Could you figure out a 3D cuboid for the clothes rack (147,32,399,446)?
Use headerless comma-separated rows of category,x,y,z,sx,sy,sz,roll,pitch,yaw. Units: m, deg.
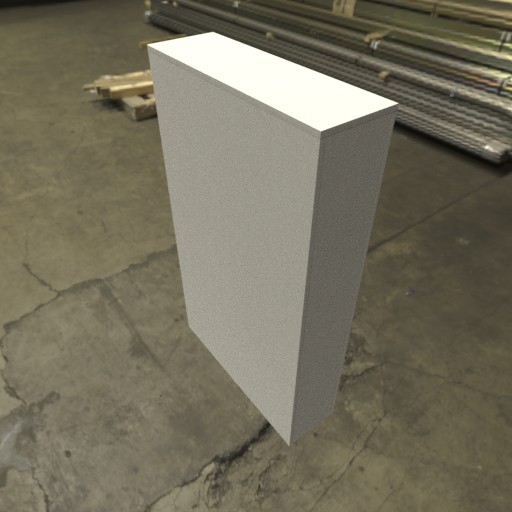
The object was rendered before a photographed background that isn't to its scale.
clothes rack,0.000,0.000,1.570,0.250,1.280,0.750,-26,47,-27
